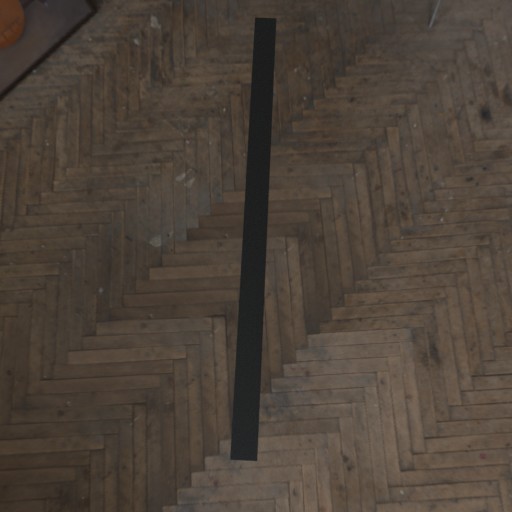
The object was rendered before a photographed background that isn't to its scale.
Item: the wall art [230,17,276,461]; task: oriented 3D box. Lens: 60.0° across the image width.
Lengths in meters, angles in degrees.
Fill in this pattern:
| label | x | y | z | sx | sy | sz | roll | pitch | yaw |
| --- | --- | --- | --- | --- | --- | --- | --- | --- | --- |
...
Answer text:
| label | x | y | z | sx | sy | sz | roll | pitch | yaw |
| --- | --- | --- | --- | --- | --- | --- | --- | --- | --- |
| wall art | 0.000 | 0.000 | 0.760 | 0.029 | 0.457 | 0.558 | 3 | 77 | 1 |
